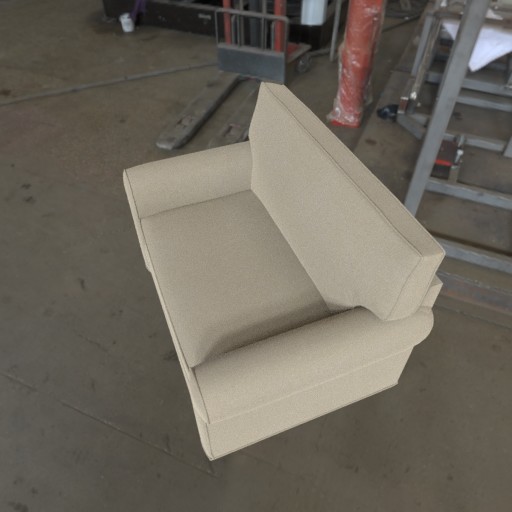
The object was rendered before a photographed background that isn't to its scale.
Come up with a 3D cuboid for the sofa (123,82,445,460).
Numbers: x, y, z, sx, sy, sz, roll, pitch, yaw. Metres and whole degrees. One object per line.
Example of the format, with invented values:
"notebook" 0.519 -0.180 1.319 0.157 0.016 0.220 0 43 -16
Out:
"sofa" 0.000 0.000 2.030 0.937 1.006 1.405 -16 48 -15
